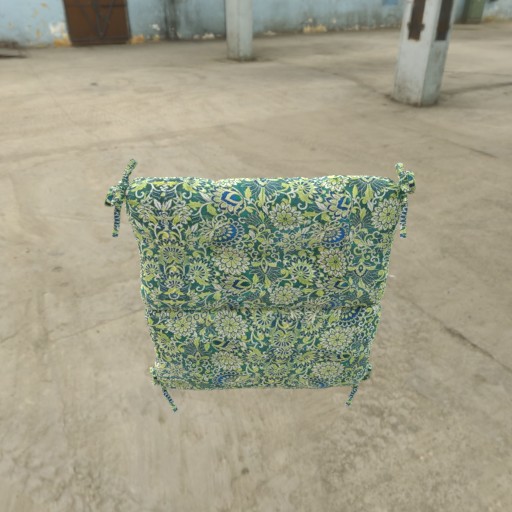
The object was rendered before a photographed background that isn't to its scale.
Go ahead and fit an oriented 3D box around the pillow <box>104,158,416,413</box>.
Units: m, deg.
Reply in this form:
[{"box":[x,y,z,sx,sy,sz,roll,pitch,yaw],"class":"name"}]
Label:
[{"box":[0.000,0.000,1.050,0.519,0.605,0.571,-1,30,-1],"class":"pillow"}]
